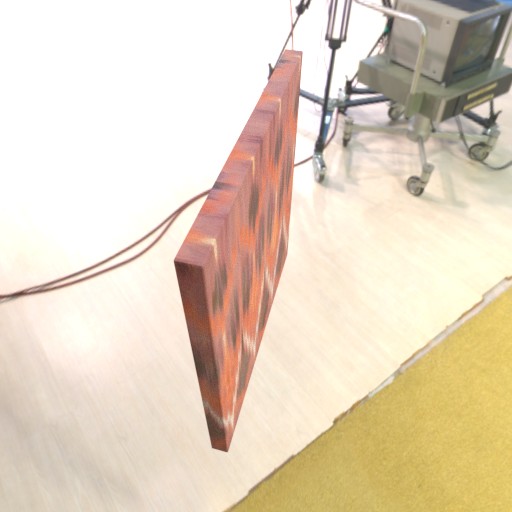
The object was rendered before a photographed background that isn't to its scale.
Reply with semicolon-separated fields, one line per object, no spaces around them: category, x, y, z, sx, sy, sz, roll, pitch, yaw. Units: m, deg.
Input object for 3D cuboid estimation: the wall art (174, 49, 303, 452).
wall art;0.000;0.000;0.930;0.037;0.609;0.603;11;48;10
